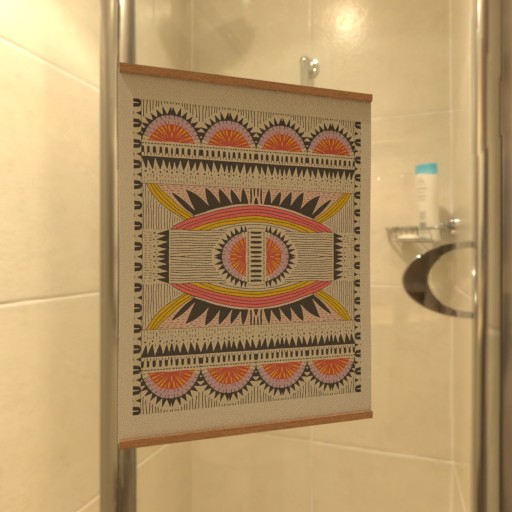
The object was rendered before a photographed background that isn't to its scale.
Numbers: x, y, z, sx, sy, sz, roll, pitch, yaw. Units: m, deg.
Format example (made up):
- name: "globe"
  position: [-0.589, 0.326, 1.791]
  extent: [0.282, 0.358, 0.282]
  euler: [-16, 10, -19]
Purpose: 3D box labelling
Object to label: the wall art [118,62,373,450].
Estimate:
- name: "wall art"
  position: [0.000, 0.000, 1.289]
  extent: [0.765, 1.016, 0.028]
  euler: [0, 0, -18]
